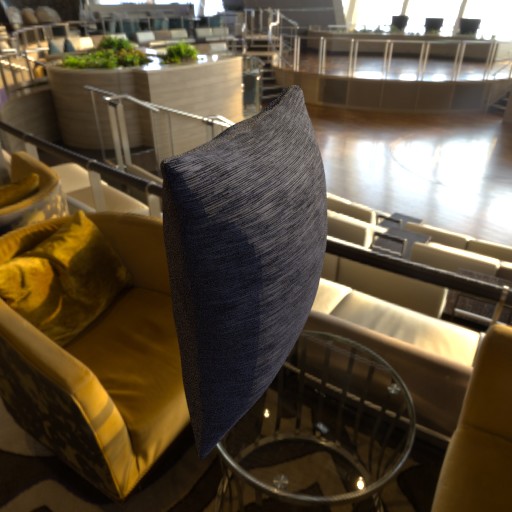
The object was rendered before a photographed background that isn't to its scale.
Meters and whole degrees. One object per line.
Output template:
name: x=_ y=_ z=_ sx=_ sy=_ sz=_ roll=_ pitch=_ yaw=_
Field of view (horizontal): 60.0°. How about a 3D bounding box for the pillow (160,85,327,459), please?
pillow: x=0.000 y=0.000 z=0.687 sx=0.204 sy=0.439 sz=0.452 roll=11 pitch=32 yaw=17
